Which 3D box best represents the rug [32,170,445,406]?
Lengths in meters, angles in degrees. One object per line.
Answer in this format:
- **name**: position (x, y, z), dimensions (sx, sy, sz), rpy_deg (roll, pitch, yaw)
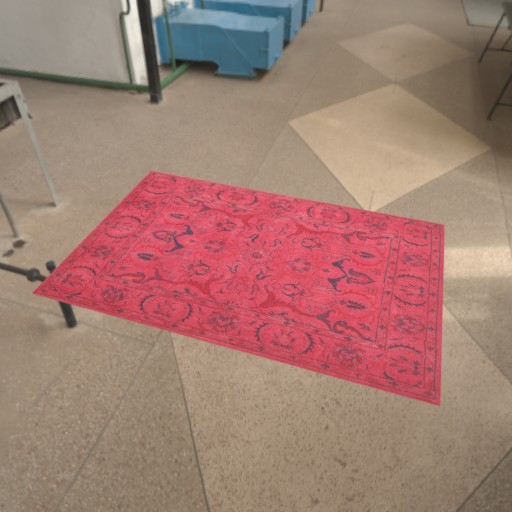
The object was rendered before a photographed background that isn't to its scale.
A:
- **rug**: position (0.000, 0.000, 3.009), dimensions (2.423, 0.010, 1.534), rpy_deg (12, 43, 14)
